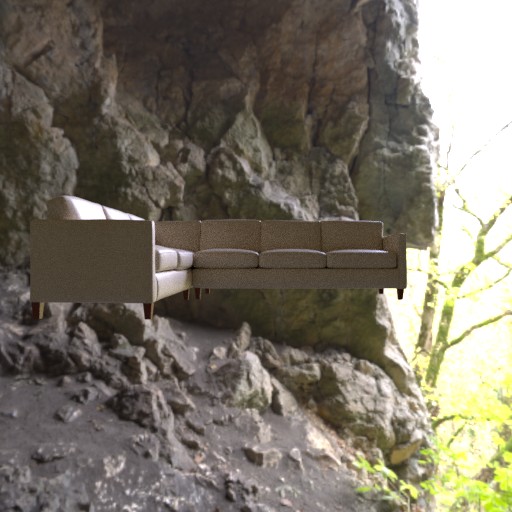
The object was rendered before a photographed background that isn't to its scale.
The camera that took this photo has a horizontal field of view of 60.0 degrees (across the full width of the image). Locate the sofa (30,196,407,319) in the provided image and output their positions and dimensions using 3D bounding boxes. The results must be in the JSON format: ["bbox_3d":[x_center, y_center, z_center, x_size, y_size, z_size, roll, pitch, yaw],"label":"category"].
[{"bbox_3d":[0.000,0.000,4.468,3.302,0.947,2.593,0,0,1],"label":"sofa"}]
